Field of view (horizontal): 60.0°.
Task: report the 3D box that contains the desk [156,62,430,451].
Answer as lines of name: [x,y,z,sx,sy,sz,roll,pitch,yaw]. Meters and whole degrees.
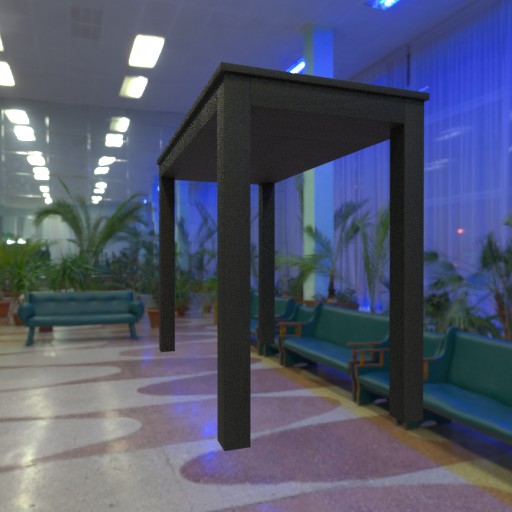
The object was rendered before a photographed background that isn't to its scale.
desk: [0.000,0.000,1.411,0.499,0.762,0.991,0,1,-20]
